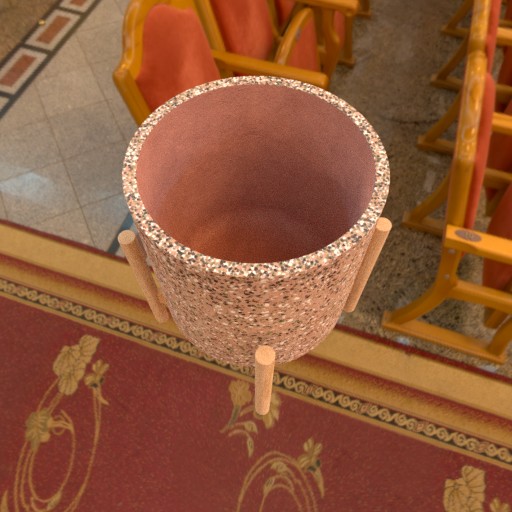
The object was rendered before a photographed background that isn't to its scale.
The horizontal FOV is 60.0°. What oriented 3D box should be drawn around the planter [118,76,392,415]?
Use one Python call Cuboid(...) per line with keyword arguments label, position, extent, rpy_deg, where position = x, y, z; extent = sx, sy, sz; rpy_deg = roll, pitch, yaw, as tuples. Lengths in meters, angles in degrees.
Cuboid(label="planter", position=(0.000, 0.000, 0.686), extent=(0.360, 0.419, 0.360), rpy_deg=(16, 60, 10))
